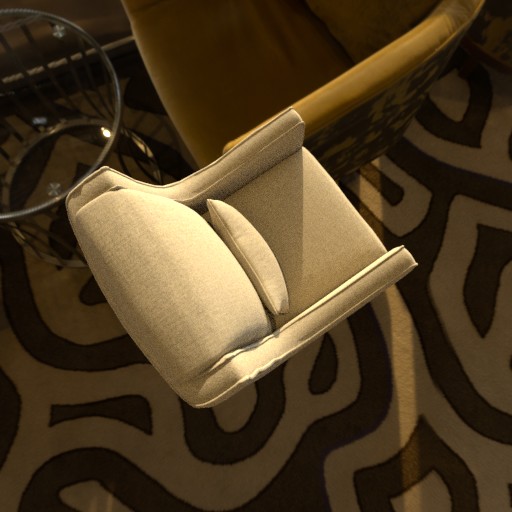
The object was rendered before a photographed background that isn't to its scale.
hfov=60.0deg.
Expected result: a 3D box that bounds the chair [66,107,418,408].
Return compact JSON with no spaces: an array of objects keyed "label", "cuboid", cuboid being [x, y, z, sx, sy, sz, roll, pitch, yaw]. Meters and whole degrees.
[{"label":"chair","cuboid":[0.000,0.000,1.616,0.879,0.993,0.732,-34,78,-8]}]
